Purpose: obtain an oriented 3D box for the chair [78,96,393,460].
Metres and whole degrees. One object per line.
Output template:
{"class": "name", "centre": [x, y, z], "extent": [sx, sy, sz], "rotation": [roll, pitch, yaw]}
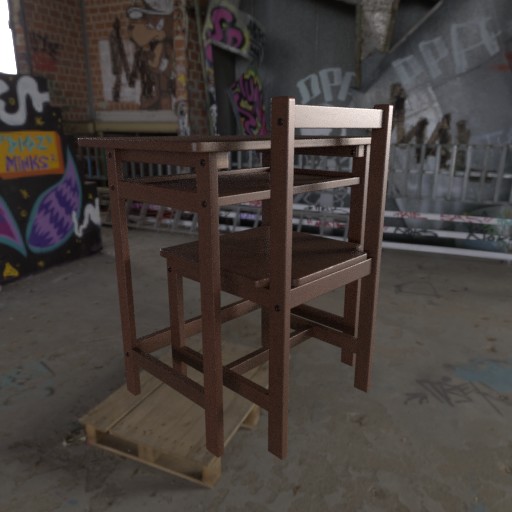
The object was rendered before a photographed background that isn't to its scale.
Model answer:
{"class": "chair", "centre": [0.000, 0.000, 1.044], "extent": [0.463, 0.673, 0.599], "rotation": [15, 22, 42]}
